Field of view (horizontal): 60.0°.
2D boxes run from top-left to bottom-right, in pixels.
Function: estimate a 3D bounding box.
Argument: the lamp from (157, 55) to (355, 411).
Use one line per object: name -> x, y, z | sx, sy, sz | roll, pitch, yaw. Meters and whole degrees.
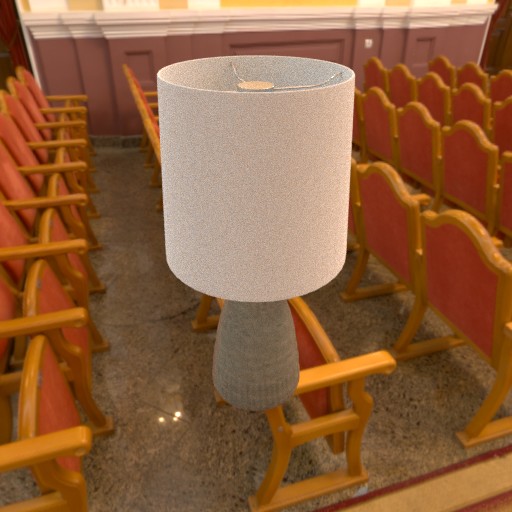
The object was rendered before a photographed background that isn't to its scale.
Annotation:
lamp -> 0.000, 0.000, 0.472 | 0.186, 0.369, 0.186 | 0, 33, 0
